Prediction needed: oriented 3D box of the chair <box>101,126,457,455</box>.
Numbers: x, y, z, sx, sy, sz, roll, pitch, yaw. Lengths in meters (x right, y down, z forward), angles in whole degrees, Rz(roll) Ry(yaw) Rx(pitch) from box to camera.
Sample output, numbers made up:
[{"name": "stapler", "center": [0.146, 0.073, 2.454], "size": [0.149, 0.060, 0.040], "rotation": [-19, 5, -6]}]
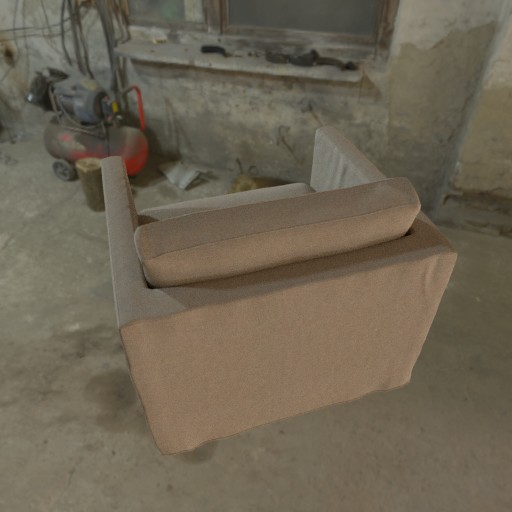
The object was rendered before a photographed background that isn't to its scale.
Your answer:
[{"name": "chair", "center": [0.000, 0.000, 1.734], "size": [1.057, 0.863, 0.949], "rotation": [-12, 42, -13]}]
